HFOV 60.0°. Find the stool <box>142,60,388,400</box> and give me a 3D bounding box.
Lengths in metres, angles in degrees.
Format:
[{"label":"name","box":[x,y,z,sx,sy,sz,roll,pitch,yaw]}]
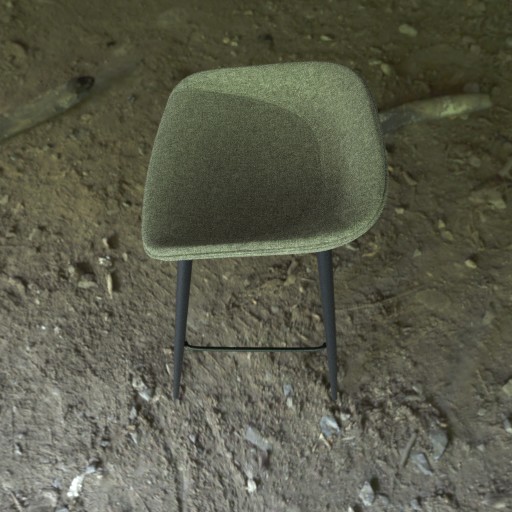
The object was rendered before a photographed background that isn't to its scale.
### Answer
[{"label":"stool","box":[0.000,0.000,1.079,0.480,0.814,0.469,0,57,0]}]
